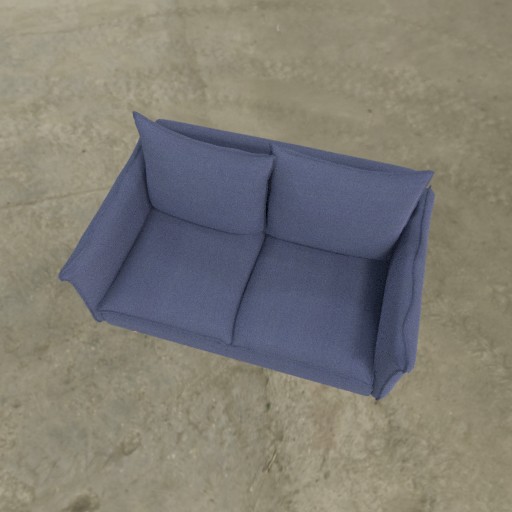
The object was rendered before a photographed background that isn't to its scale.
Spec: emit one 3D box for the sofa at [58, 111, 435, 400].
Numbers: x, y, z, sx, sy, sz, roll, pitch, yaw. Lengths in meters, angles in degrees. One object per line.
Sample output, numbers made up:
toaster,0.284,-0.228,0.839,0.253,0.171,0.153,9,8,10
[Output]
sofa,0.000,0.000,1.843,1.300,0.840,0.820,14,58,9
